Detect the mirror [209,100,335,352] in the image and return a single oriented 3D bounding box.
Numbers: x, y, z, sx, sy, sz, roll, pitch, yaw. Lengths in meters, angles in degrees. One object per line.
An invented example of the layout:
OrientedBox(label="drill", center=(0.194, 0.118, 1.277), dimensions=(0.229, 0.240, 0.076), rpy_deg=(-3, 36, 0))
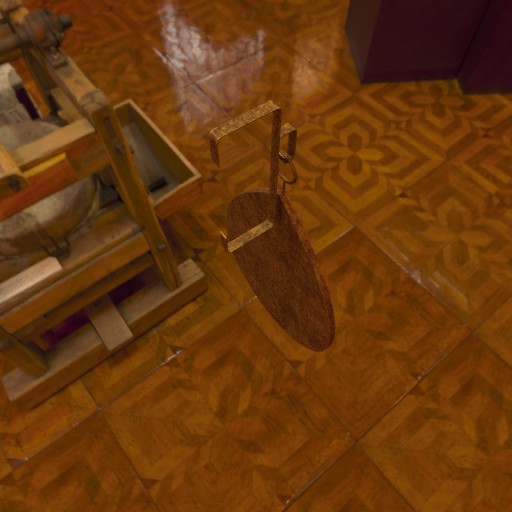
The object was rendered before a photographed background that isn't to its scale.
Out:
OrientedBox(label="mirror", center=(0.000, 0.000, 0.920), dimensions=(0.144, 0.744, 0.405), rpy_deg=(-32, 64, -18))
